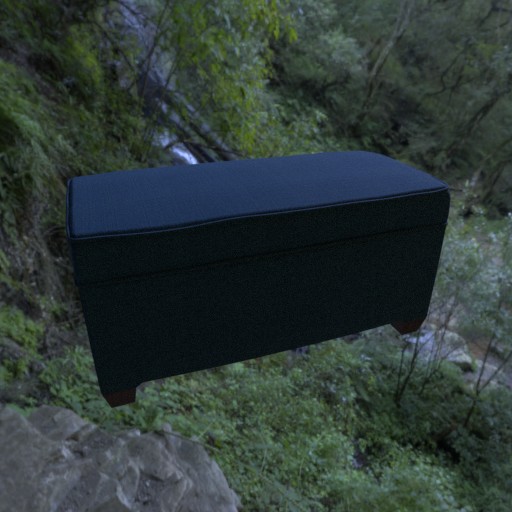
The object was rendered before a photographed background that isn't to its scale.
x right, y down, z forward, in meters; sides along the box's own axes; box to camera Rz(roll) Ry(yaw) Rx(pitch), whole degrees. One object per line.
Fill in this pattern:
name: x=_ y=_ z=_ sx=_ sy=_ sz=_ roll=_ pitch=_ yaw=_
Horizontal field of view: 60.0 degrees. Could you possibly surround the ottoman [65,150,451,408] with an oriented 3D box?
ottoman: x=0.000 y=0.000 z=1.261 sx=0.943 sy=0.474 sz=0.474 roll=-9 pitch=29 yaw=-18
